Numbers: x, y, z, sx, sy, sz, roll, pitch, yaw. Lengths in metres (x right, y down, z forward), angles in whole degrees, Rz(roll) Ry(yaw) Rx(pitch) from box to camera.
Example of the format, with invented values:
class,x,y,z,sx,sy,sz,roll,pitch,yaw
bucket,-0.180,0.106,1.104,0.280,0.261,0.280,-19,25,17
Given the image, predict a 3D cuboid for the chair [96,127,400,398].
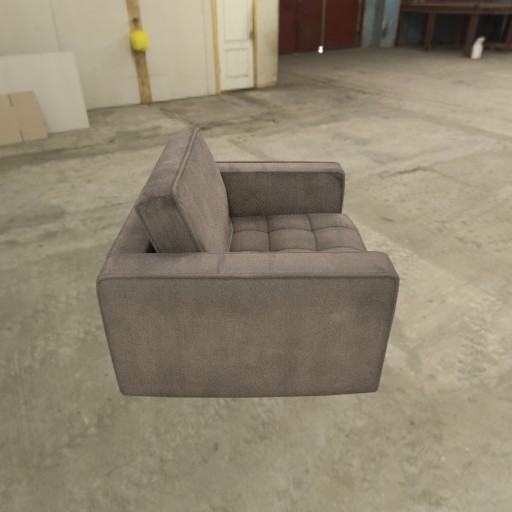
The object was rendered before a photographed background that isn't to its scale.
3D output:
class,x,y,z,sx,sy,sz,roll,pitch,yaw
chair,0.000,0.000,1.599,0.843,0.773,0.928,0,31,-1
